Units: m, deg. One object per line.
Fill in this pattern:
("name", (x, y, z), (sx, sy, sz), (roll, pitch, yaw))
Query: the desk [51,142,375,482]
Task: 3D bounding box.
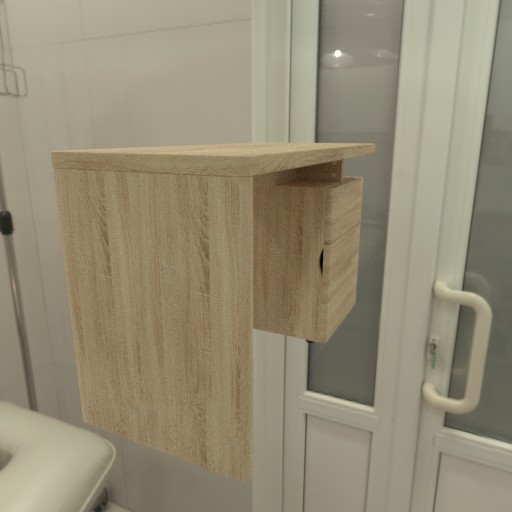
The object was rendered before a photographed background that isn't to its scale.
("desk", (0.000, 0.000, 1.582), (0.550, 0.760, 1.200), (8, 17, 25))
